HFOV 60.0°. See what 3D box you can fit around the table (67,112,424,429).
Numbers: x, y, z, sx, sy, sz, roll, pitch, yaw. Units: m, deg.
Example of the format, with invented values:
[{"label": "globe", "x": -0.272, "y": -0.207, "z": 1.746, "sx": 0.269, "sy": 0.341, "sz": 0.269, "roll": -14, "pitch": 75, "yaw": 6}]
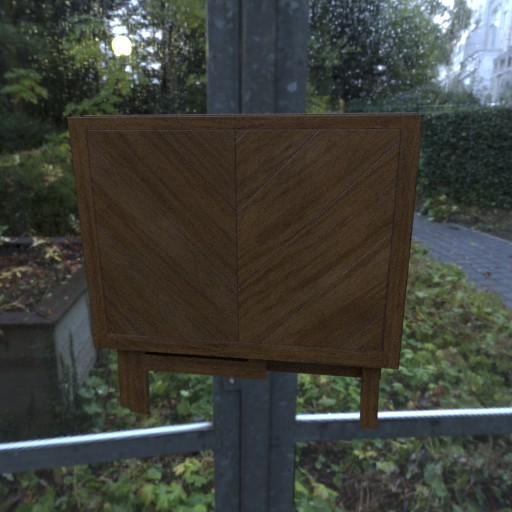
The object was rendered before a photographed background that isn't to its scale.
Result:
[{"label": "table", "x": 0.000, "y": 0.000, "z": 1.290, "sx": 0.746, "sy": 0.763, "sz": 0.591, "roll": 2, "pitch": 15, "yaw": 8}]
